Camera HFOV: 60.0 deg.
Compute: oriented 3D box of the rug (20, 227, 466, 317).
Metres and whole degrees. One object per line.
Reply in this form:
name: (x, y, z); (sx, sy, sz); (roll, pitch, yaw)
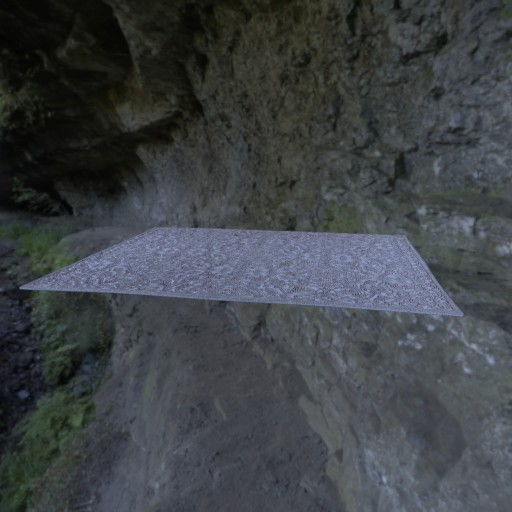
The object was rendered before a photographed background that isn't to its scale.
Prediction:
rug: (0.000, 0.000, 4.095); (3.017, 0.035, 2.472); (2, 14, 10)
